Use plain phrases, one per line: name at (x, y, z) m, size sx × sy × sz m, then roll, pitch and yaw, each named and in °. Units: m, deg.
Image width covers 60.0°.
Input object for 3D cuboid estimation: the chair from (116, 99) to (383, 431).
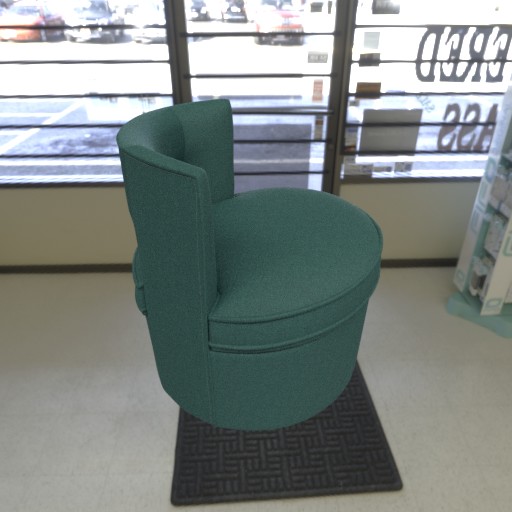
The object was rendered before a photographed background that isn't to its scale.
chair at (0.000, 0.000, 1.211) m, size 0.660 × 0.711 × 0.684 m, roll 1°, pitch 31°, yaw 1°
